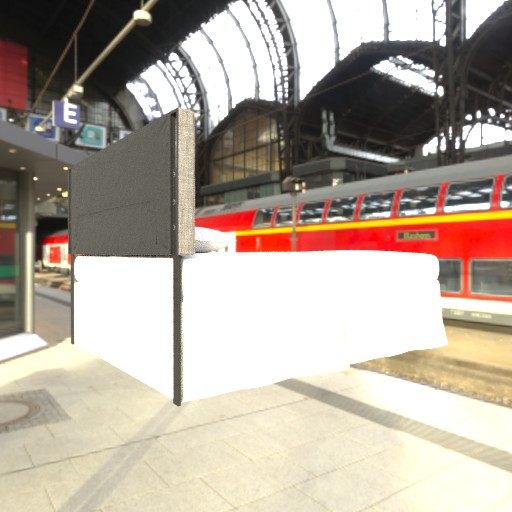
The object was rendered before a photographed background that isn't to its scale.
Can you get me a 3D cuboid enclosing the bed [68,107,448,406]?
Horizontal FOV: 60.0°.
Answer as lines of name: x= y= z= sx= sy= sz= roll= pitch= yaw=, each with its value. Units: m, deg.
bed: x=0.000 y=0.000 z=2.932 sx=1.958 sy=1.168 sz=1.621 roll=0 pitch=0 yaw=-37
